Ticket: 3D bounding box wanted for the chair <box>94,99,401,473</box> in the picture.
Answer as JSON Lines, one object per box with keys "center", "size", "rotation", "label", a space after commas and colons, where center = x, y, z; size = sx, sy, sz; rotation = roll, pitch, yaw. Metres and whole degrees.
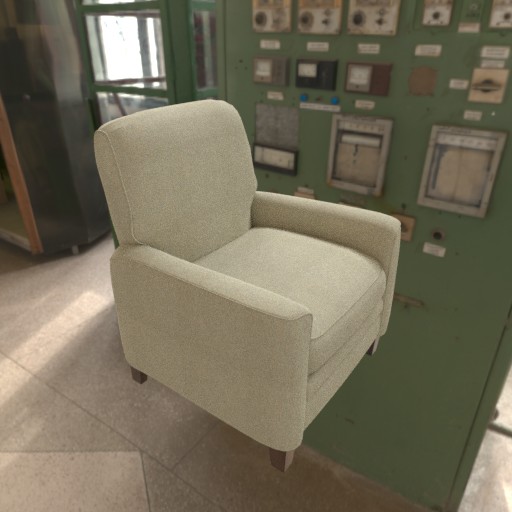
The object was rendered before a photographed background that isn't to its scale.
{"center": [0.000, 0.000, 1.634], "size": [0.853, 1.006, 0.850], "rotation": [18, 32, 31], "label": "chair"}
